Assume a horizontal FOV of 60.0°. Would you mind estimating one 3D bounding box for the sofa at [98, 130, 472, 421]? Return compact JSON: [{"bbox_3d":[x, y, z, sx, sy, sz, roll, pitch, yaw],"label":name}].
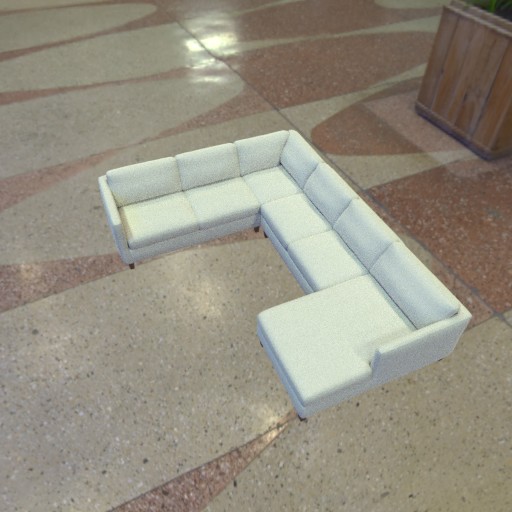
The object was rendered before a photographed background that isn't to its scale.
[{"bbox_3d":[0.000,0.000,4.509,2.551,0.853,3.238,-17,48,-16],"label":"sofa"}]
